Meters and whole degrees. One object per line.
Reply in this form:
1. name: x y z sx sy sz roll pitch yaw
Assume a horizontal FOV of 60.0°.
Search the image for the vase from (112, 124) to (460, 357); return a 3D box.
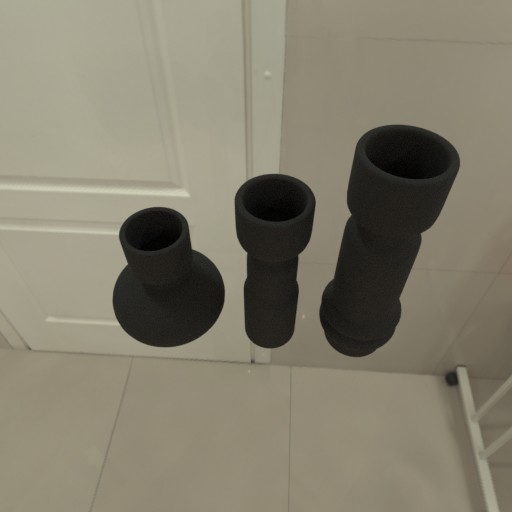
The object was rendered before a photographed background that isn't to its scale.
1. vase: 0.000 0.000 0.423 0.307 0.249 0.120 3 49 3
